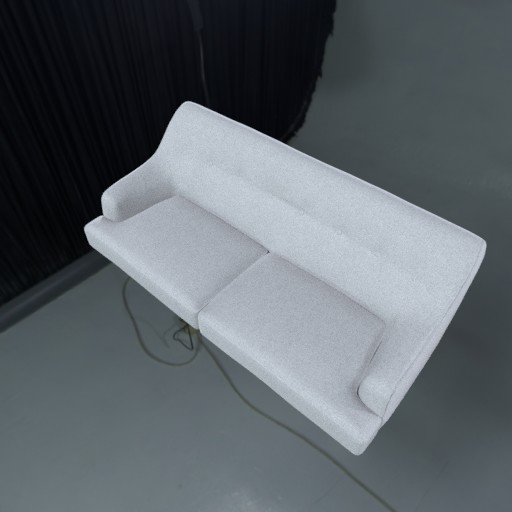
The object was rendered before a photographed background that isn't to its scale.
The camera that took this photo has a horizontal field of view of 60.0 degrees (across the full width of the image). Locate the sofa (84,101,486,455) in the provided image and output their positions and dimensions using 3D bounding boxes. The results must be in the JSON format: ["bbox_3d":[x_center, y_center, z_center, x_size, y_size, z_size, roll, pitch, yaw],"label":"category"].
[{"bbox_3d":[0.000,0.000,2.508,2.057,0.871,0.978,32,55,26],"label":"sofa"}]
